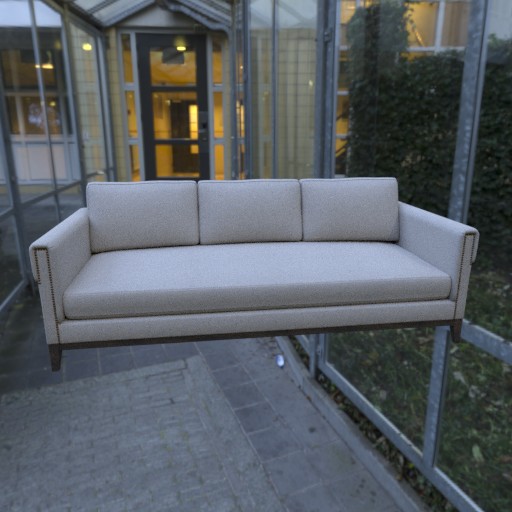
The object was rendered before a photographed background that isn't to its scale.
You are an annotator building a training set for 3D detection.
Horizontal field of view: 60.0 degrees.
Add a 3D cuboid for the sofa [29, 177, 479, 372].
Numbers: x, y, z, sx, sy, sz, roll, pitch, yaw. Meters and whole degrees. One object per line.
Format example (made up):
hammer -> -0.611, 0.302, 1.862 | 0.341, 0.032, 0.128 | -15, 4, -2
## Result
sofa -> 0.000, 0.000, 2.651 | 2.210, 0.838, 0.959 | -2, 16, -8
